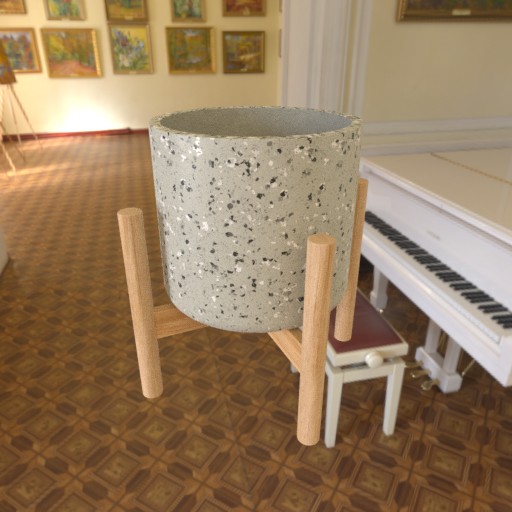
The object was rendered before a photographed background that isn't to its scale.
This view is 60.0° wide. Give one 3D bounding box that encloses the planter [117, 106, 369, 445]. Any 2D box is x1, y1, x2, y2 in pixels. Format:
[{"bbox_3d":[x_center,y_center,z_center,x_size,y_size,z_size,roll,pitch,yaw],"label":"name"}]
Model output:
[{"bbox_3d":[0.000,0.000,0.536,0.284,0.320,0.284,-1,26,-1],"label":"planter"}]
